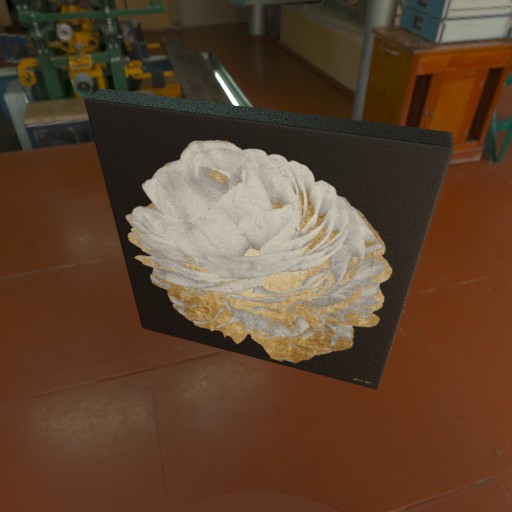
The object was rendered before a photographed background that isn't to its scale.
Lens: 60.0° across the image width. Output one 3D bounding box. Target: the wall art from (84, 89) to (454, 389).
[{"bbox_3d":[0.000,0.000,0.611,0.406,0.407,0.041,12,42,13],"label":"wall art"}]
